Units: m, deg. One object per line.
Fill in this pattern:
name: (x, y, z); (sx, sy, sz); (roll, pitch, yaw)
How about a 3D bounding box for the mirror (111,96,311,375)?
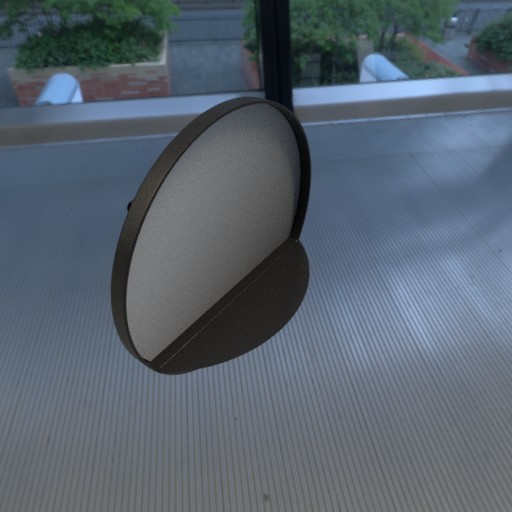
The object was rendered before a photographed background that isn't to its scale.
mirror: (0.000, 0.000, 0.698); (0.133, 0.457, 0.457); (26, 47, 27)
